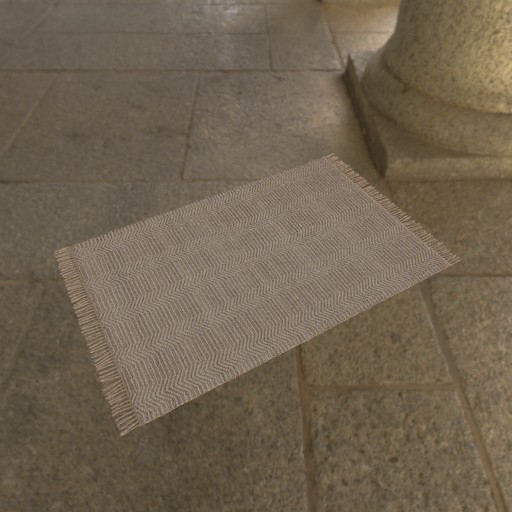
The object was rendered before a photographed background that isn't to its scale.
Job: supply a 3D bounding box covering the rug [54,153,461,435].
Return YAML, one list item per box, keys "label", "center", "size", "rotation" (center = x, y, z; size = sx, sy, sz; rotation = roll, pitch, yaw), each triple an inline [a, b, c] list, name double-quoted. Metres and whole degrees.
- label: "rug"
  center: [0.000, 0.000, 3.175]
  size: [2.523, 0.034, 1.528]
  rotation: [-23, 51, -20]
